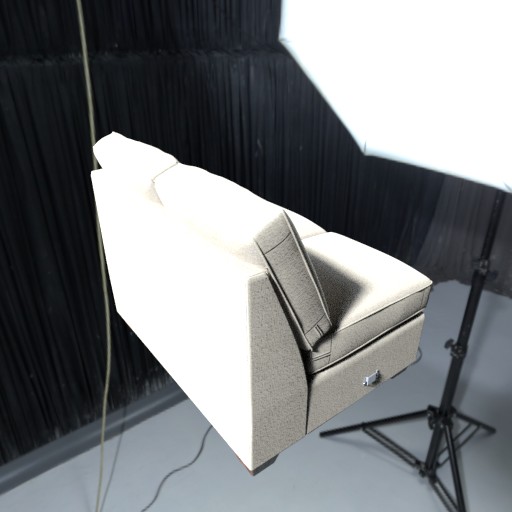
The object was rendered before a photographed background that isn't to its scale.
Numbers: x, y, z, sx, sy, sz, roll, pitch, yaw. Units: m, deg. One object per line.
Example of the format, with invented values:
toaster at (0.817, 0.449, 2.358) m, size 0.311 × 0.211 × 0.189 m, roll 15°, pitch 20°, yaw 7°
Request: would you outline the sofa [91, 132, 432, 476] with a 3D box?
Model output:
sofa at (0.000, 0.000, 2.001) m, size 0.978 × 1.006 × 1.232 m, roll -19°, pitch 33°, yaw -32°
